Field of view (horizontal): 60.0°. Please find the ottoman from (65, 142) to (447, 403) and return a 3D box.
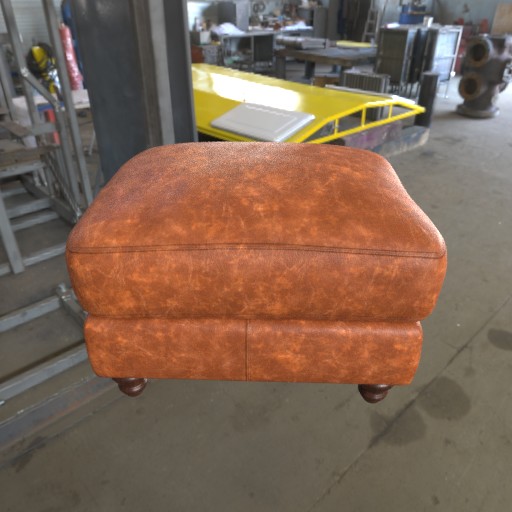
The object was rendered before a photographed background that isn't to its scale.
[{"bbox_3d":[0.000,0.000,1.249,0.832,0.562,0.657,1,31,2],"label":"ottoman"}]
